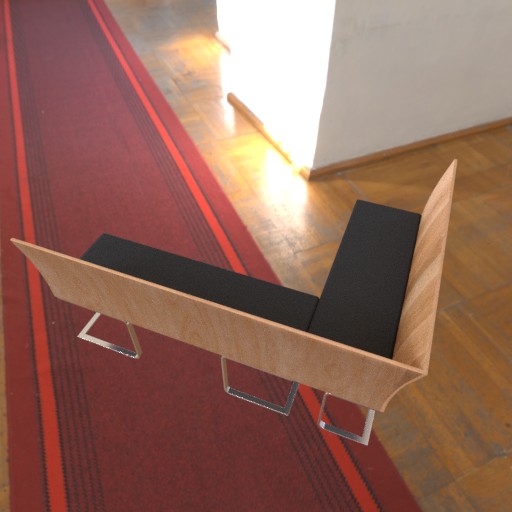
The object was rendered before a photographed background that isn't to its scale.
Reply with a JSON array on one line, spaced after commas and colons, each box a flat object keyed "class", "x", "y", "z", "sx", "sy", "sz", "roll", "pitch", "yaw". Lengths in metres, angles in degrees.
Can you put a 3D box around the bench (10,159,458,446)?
[{"class": "bench", "x": 0.000, "y": 0.000, "z": 2.692, "sx": 1.945, "sy": 0.930, "sz": 1.495, "roll": 16, "pitch": 48, "yaw": 15}]
